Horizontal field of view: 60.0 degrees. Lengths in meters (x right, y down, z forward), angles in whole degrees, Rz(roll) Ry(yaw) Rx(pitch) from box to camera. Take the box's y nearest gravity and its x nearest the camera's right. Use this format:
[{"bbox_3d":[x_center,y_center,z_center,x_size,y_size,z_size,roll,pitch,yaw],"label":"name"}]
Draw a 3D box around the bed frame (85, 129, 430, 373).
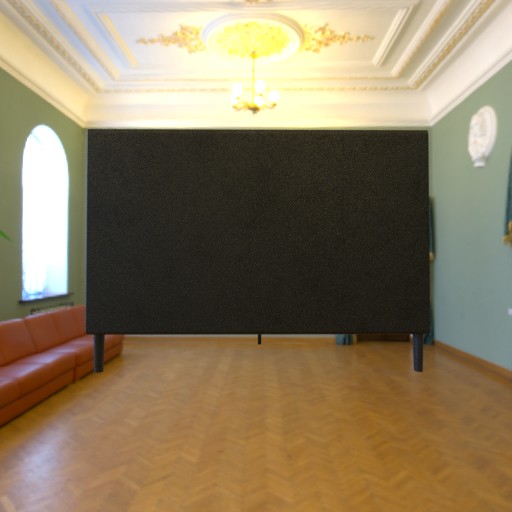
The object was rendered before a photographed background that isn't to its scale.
[{"bbox_3d":[0.000,0.000,2.960,1.469,1.046,2.152,0,-1,-1],"label":"bed frame"}]
